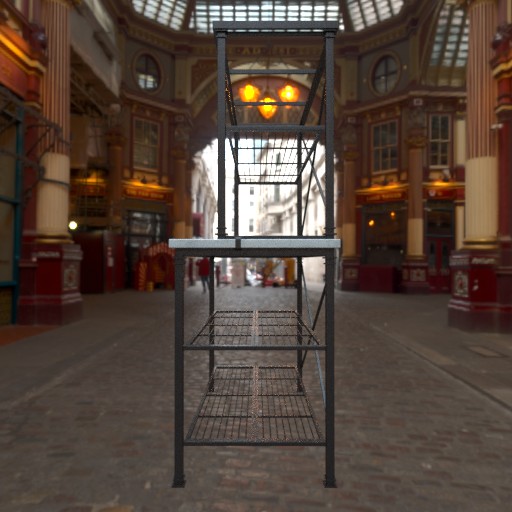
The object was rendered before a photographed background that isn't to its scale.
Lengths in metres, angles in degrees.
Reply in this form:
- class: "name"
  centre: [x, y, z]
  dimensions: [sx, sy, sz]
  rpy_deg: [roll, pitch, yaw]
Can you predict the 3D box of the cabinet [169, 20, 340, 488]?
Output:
- class: "cabinet"
  centre: [0.000, 0.000, 2.158]
  dimensions: [0.610, 1.659, 1.210]
  rpy_deg: [0, -1, 0]
